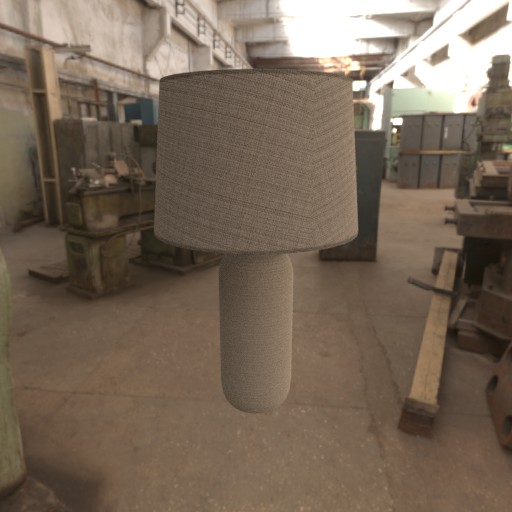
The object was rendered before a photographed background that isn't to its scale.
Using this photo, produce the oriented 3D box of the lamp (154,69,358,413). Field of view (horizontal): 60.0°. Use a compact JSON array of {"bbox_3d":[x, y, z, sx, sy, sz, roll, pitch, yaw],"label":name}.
[{"bbox_3d":[0.000,0.000,0.829,0.367,0.609,0.367,0,15,0],"label":"lamp"}]
